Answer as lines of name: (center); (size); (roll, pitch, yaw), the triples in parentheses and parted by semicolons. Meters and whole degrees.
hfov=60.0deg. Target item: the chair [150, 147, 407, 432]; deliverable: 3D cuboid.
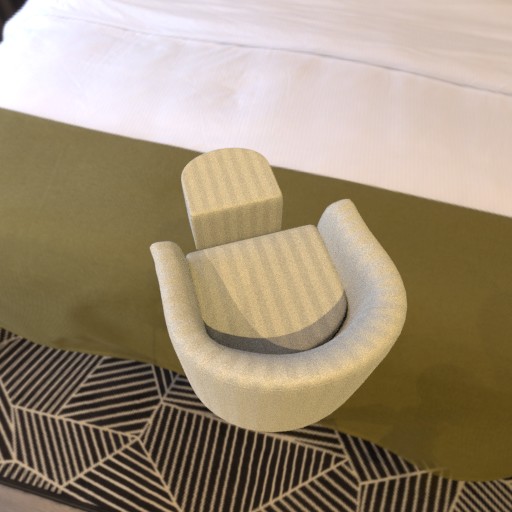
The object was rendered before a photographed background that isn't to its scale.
chair: (0.000, 0.000, 1.738); (0.756, 0.757, 1.288); (-14, 58, -9)
